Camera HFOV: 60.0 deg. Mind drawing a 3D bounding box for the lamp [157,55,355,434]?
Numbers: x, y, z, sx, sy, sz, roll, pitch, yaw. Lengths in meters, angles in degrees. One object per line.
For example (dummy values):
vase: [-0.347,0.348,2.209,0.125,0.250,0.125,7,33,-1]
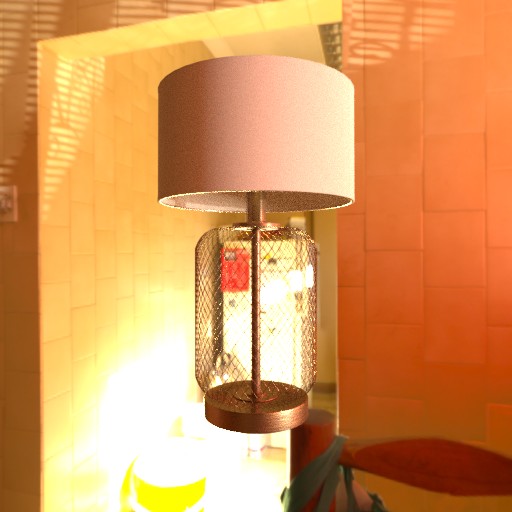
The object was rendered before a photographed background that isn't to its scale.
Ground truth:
lamp: [0.000,0.000,0.813,0.353,0.578,0.353,0,0,0]
